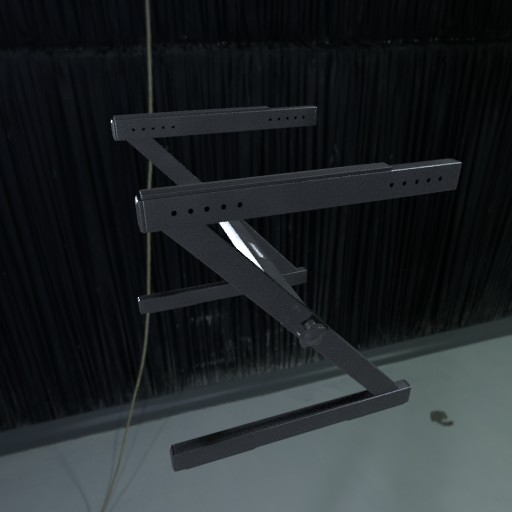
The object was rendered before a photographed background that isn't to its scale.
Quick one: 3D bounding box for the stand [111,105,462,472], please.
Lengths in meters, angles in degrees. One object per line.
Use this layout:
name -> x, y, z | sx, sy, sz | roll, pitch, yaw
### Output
stand -> 0.000, 0.000, 1.127 | 0.586, 0.617, 0.700 | -10, 30, -17
